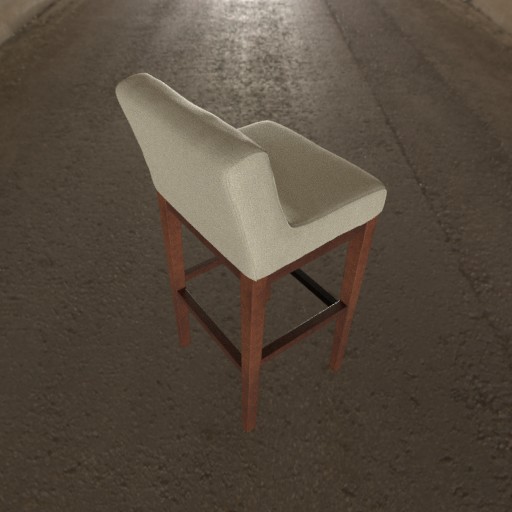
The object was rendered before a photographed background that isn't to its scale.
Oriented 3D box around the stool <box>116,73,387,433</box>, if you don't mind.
[{"bbox_3d":[0.000,0.000,1.352,0.500,1.037,0.511,-26,48,-26],"label":"stool"}]
